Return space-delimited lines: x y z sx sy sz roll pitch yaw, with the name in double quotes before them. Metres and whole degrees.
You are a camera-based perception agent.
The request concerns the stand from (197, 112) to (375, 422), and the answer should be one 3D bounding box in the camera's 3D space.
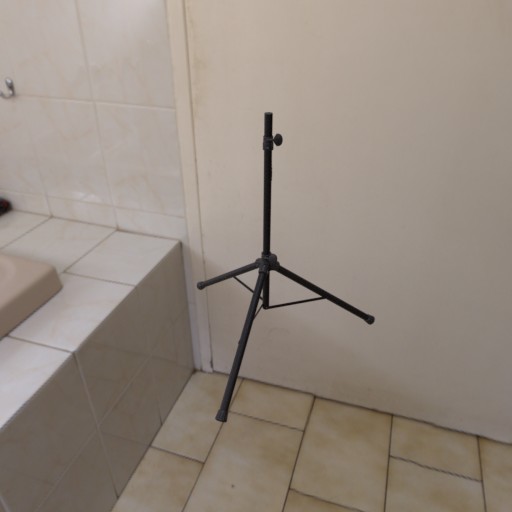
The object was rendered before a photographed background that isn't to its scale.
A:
"stand" 0.000 0.000 1.910 1.045 1.136 0.907 11 33 17
